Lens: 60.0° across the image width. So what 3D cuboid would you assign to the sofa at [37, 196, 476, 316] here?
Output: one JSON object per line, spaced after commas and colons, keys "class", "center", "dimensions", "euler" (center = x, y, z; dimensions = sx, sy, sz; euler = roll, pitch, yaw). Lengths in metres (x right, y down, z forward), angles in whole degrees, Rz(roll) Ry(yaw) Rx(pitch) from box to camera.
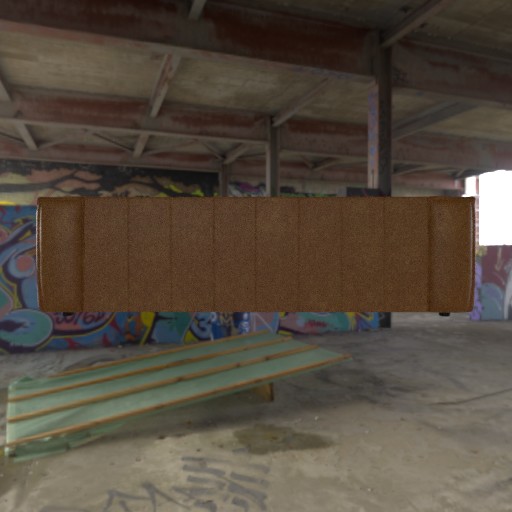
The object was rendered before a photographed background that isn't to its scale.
{"class": "sofa", "center": [0.000, 0.000, 3.051], "dimensions": [2.581, 0.701, 1.102], "euler": [0, 0, 0]}
